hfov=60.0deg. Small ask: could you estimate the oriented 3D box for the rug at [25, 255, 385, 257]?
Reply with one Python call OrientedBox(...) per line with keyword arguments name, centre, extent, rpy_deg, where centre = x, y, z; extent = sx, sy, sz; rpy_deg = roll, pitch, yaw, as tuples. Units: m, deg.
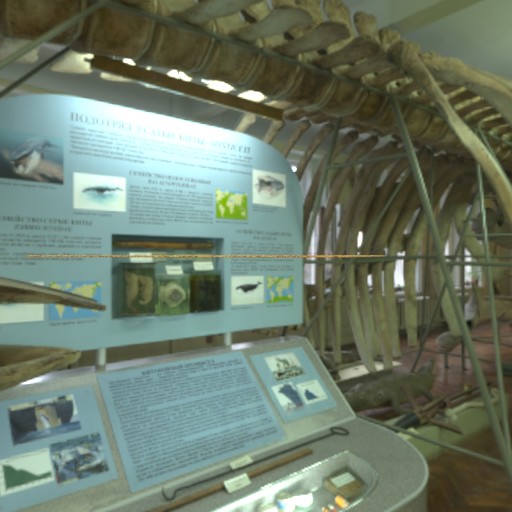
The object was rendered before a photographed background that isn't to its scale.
OrientedBox(name="rug", centre=(0.000, 0.000, 2.229), extent=(1.143, 0.006, 1.747), rpy_deg=(0, 0, 20))
